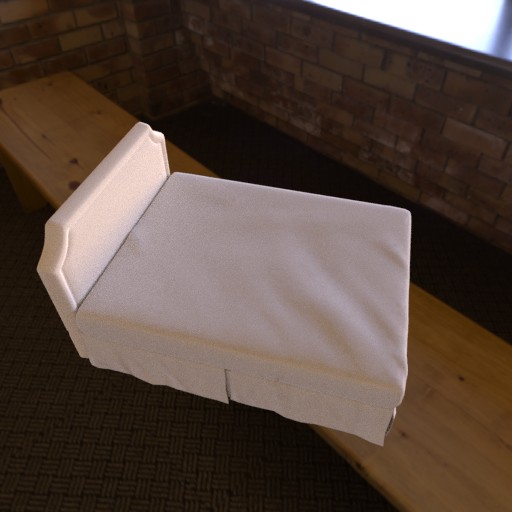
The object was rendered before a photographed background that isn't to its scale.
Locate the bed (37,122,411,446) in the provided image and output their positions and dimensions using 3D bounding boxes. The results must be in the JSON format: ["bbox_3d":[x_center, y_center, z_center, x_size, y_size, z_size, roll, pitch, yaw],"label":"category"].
[{"bbox_3d":[0.000,0.000,3.563,2.498,1.293,1.977,11,46,11],"label":"bed"}]
